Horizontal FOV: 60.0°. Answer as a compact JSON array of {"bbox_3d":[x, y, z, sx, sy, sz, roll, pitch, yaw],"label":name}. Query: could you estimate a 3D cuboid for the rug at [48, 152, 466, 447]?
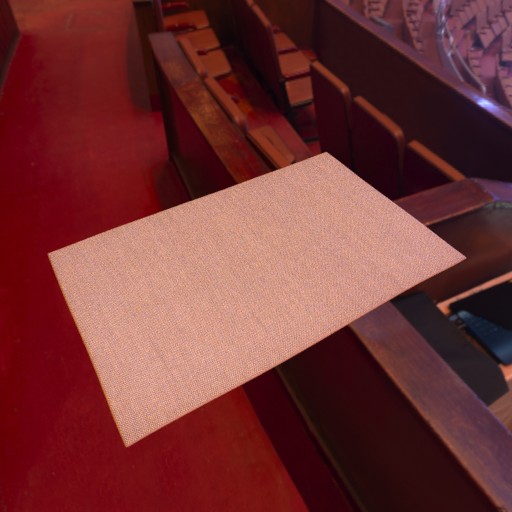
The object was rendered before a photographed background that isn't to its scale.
[{"bbox_3d":[0.000,0.000,2.097,1.678,0.013,1.078,-24,50,-22],"label":"rug"}]
